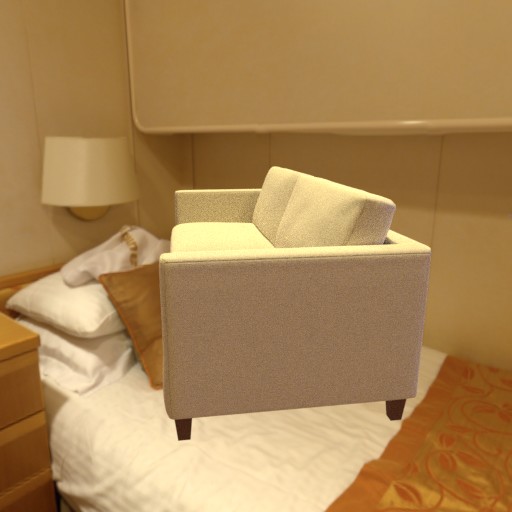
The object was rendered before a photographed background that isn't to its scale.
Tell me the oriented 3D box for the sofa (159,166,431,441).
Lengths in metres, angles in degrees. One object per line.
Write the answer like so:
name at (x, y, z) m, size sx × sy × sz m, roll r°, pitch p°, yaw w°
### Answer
sofa at (0.000, 0.000, 2.451) m, size 0.965 × 0.889 × 1.981 m, roll -2°, pitch 15°, yaw -8°
